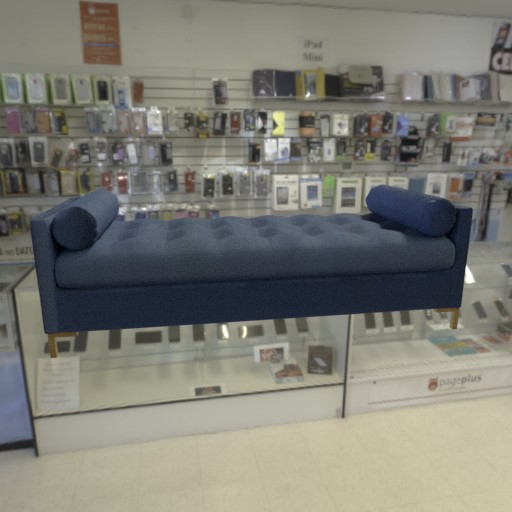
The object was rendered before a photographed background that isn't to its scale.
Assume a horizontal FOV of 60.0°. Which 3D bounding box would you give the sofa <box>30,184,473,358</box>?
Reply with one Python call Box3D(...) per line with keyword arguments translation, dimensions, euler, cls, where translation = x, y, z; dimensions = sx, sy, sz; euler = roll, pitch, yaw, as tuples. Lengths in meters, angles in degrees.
Box3D(translation=(0.000, 0.000, 2.474), dimensions=(2.102, 0.705, 0.796), euler=(-2, 15, -9), cls="sofa")
